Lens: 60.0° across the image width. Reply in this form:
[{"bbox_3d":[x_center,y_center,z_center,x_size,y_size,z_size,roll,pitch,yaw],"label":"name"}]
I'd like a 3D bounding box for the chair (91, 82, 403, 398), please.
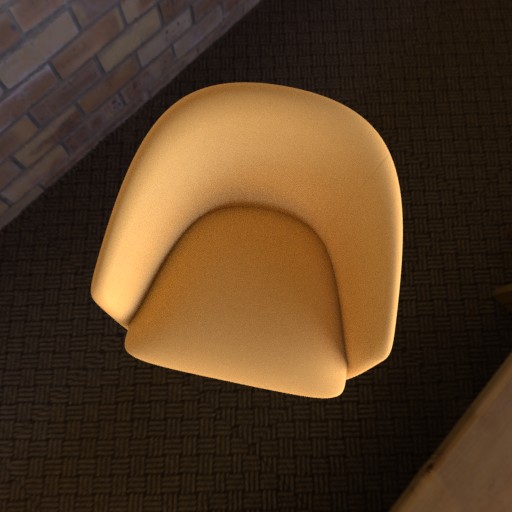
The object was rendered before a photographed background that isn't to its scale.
[{"bbox_3d":[0.000,0.000,1.376,0.773,0.698,0.767,11,76,3],"label":"chair"}]
